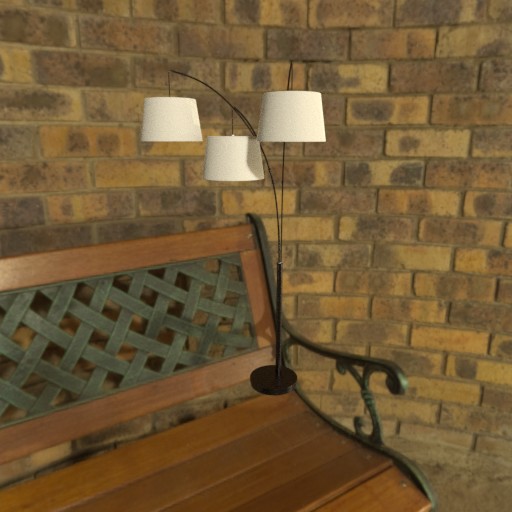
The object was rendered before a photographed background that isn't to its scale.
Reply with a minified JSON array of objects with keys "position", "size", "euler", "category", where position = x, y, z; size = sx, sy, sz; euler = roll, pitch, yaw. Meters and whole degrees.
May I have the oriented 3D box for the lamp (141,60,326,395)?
[{"position":[0.000,0.000,2.540],"size":[0.951,1.950,0.924],"euler":[7,16,26],"category":"lamp"}]
